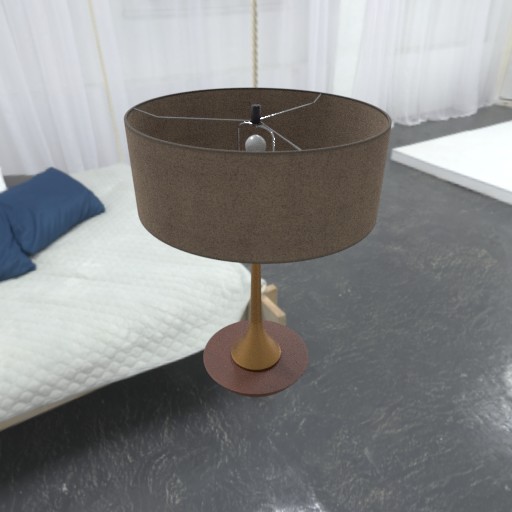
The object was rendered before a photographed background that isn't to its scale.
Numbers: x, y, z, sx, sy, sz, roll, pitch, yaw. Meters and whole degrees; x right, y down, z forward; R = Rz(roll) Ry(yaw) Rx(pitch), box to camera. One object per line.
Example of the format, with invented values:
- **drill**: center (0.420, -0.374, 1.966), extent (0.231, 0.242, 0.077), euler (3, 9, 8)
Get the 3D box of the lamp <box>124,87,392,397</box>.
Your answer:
- **lamp**: center (0.000, 0.000, 0.835), extent (0.417, 0.551, 0.396), euler (22, 37, 32)
